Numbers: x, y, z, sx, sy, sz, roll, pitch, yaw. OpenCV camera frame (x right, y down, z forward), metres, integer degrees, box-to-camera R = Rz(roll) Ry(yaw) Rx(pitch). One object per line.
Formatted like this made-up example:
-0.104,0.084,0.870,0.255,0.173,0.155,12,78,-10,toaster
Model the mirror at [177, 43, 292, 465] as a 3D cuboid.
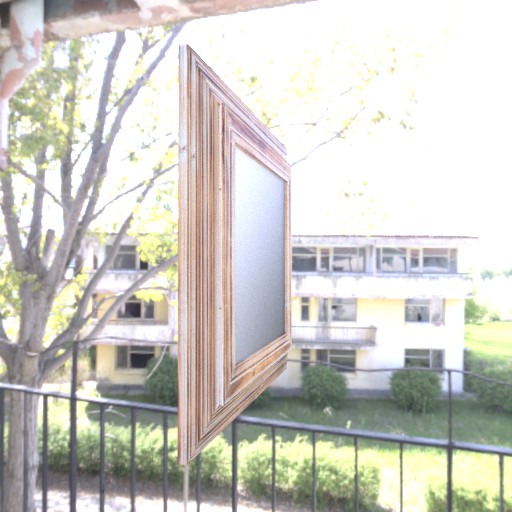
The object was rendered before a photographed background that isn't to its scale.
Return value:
0.000,0.000,1.225,0.061,0.804,0.804,0,-1,17,mirror
